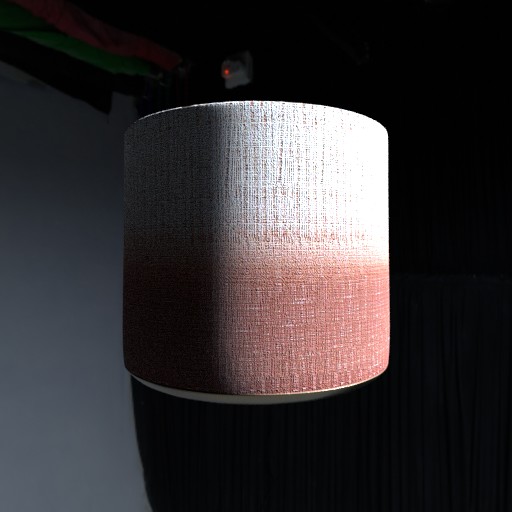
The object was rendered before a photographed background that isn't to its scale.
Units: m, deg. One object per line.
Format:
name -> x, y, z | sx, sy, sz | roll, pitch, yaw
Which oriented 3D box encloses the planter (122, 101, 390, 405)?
planter -> 0.000, 0.000, 0.307 | 0.178, 0.157, 0.178 | 0, 1, 0
